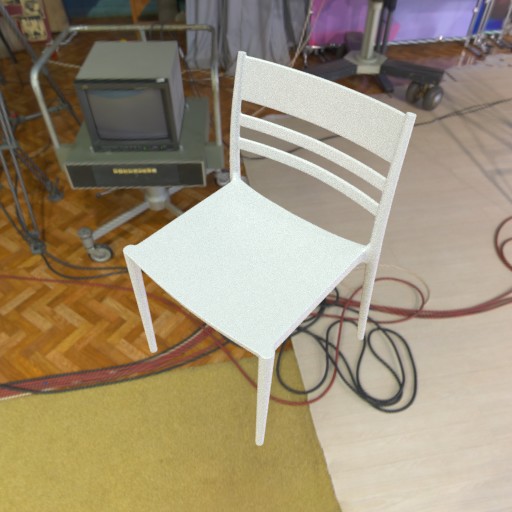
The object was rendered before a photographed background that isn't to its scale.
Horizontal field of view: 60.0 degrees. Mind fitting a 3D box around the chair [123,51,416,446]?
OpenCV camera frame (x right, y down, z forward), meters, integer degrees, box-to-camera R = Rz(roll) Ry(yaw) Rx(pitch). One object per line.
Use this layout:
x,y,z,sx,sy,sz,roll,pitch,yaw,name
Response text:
0.000,0.000,1.159,0.531,0.800,0.511,32,55,26,chair
